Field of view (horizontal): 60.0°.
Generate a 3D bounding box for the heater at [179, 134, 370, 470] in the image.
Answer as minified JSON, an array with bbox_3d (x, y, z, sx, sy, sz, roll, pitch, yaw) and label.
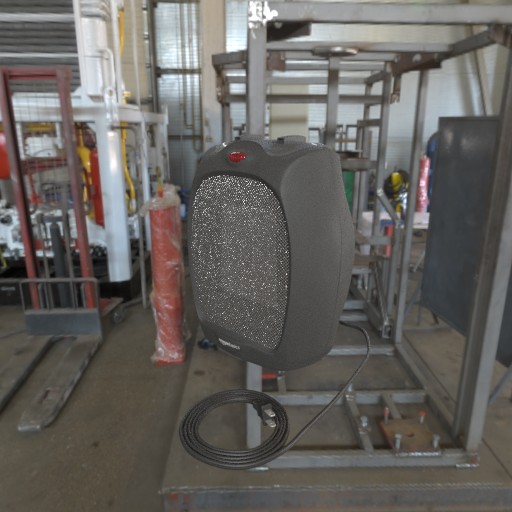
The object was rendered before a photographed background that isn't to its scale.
[{"bbox_3d":[0.000,0.000,0.458,0.239,0.240,0.291,15,22,41],"label":"heater"}]
